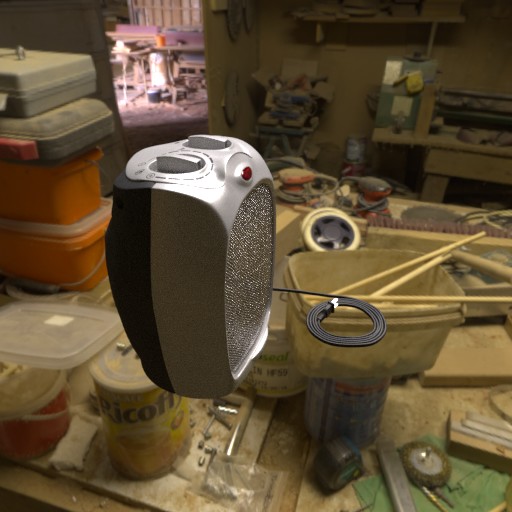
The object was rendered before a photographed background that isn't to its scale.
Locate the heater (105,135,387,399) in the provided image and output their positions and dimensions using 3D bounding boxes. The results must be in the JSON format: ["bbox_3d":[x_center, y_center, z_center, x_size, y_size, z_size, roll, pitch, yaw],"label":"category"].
[{"bbox_3d":[0.000,0.000,0.465,0.291,0.240,0.239,10,32,16],"label":"heater"}]
